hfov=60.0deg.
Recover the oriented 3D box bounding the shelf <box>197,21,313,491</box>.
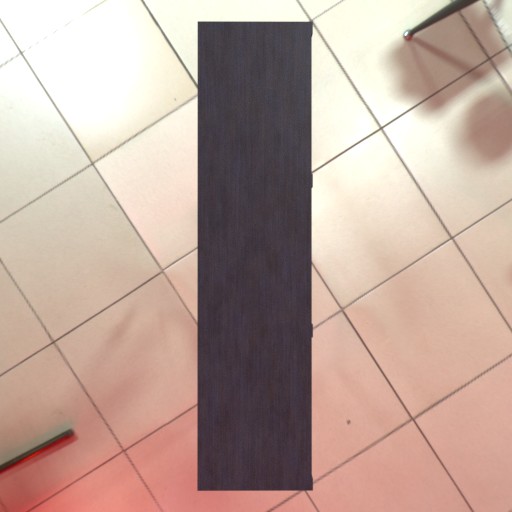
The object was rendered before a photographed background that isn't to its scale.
[{"bbox_3d":[0.000,0.000,2.132,0.471,0.715,1.878,0,90,0],"label":"shelf"}]
